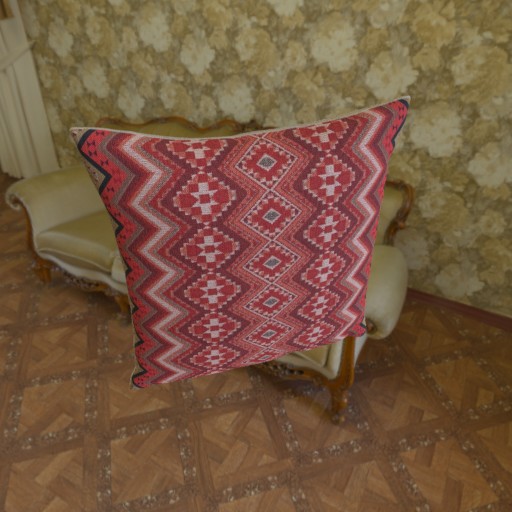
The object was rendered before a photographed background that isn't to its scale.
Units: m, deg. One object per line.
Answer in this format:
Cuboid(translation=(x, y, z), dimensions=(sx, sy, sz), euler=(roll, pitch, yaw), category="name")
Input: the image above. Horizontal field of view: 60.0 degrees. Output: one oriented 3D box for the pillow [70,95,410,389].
Cuboid(translation=(0.000, 0.000, 0.782), dimensions=(0.513, 0.511, 0.158), euler=(-10, 34, -15), category="pillow")
